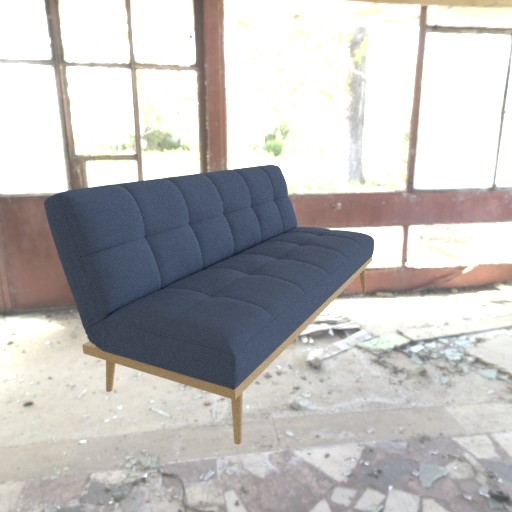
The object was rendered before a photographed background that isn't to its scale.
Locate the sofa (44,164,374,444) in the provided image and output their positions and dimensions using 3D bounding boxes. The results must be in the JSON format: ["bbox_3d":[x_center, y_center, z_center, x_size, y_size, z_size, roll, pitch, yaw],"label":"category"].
[{"bbox_3d":[0.000,0.000,2.235,0.796,0.800,1.800,8,17,27],"label":"sofa"}]
